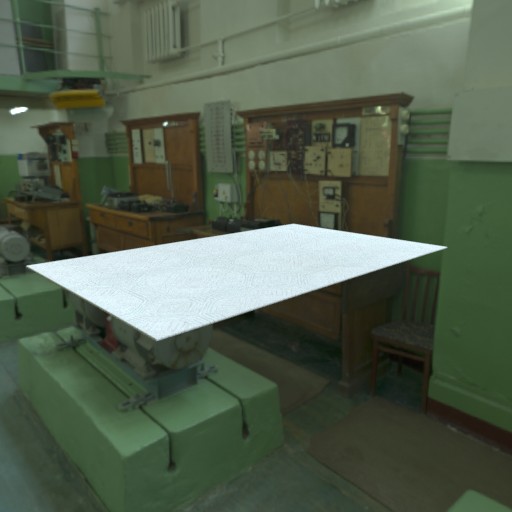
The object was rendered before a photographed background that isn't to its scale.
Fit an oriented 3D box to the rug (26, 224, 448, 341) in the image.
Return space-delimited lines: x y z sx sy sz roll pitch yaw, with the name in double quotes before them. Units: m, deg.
"rug" 0.000 0.000 2.986 2.440 0.008 1.524 -12 18 -42
